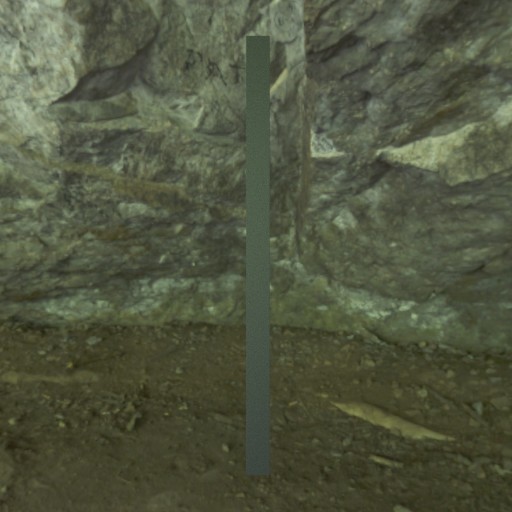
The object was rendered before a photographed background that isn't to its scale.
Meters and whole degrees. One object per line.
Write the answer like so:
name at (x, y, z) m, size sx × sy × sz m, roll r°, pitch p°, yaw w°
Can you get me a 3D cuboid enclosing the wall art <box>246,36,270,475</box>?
wall art at (0.000, 0.000, 0.771) m, size 0.028 × 0.511 × 0.513 m, roll 0°, pitch 0°, yaw -1°
